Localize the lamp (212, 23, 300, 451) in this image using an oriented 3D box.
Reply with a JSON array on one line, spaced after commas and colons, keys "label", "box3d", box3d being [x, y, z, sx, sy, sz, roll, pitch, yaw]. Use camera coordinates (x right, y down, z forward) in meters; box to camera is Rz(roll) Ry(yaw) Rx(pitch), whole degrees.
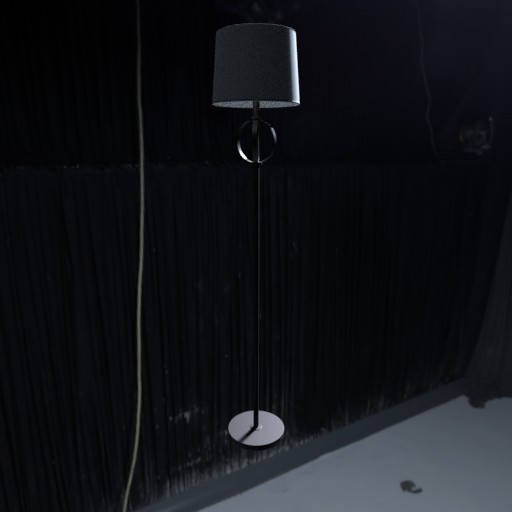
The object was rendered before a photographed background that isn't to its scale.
[{"label": "lamp", "box3d": [0.000, 0.000, 1.594, 0.286, 1.462, 0.286, -8, 17, -27]}]
